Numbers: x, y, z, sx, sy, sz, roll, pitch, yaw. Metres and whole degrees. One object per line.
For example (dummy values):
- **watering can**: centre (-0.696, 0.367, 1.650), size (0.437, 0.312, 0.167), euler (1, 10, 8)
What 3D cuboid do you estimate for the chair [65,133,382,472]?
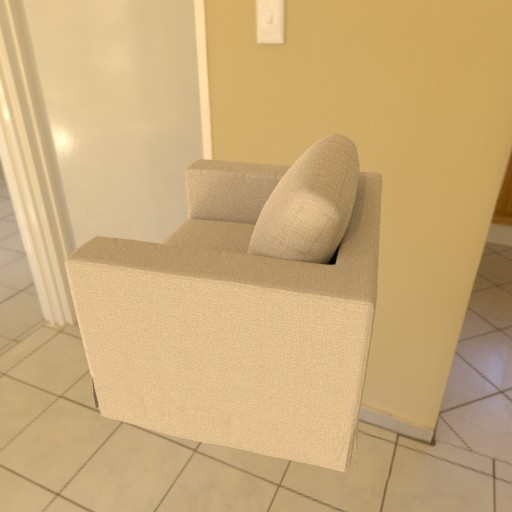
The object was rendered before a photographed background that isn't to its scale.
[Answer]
- **chair**: centre (0.000, 0.000, 1.804), size (0.957, 0.878, 1.150), euler (7, 29, 13)
